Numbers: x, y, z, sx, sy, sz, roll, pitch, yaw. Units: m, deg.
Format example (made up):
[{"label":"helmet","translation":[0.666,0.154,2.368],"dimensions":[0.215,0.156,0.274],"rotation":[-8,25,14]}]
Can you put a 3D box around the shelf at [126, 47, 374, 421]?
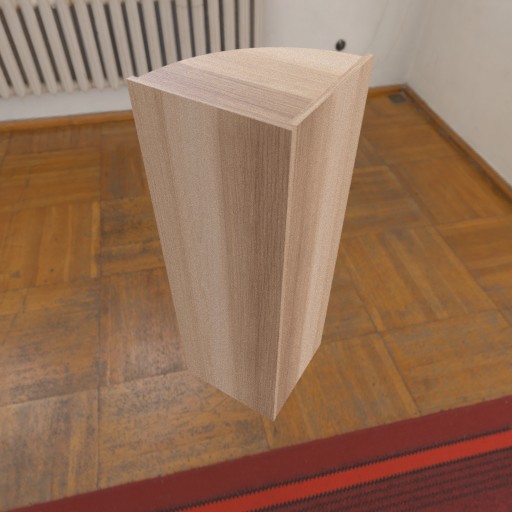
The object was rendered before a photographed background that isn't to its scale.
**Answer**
[{"label":"shelf","translation":[0.000,0.000,1.024],"dimensions":[0.290,0.872,0.290],"rotation":[24,50,22]}]
